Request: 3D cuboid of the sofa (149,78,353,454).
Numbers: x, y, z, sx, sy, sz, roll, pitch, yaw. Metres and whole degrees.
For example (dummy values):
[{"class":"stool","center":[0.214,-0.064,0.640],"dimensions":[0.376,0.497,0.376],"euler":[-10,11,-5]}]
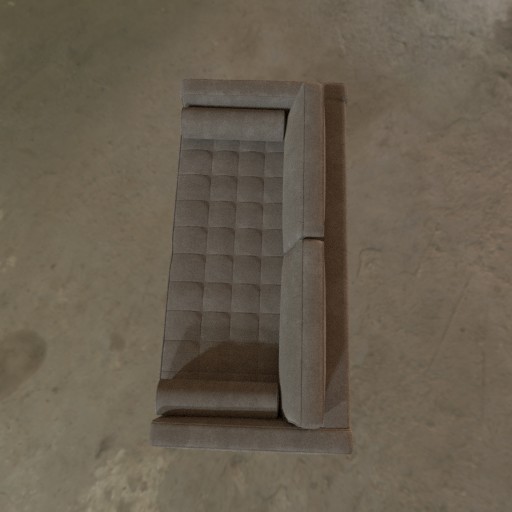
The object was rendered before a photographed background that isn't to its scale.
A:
[{"class":"sofa","center":[0.000,0.000,2.322],"dimensions":[0.920,0.769,1.883],"euler":[2,76,1]}]
